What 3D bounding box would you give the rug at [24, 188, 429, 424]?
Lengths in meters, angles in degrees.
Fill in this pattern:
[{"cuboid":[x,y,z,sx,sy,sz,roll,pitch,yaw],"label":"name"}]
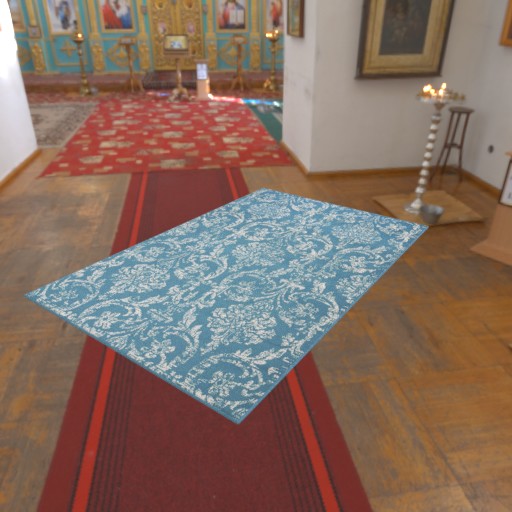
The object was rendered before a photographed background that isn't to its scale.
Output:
[{"cuboid":[0.000,0.000,3.448,1.816,0.018,2.746,19,33,32],"label":"rug"}]
